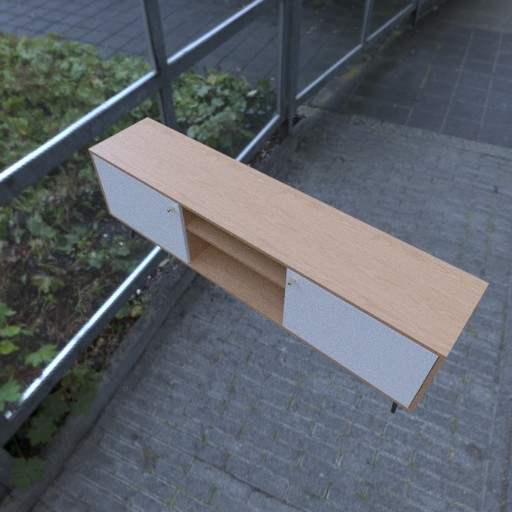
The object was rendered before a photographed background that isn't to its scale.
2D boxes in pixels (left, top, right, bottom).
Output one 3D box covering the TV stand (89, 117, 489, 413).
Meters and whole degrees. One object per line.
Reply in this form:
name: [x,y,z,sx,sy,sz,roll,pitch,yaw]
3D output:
TV stand: [0.000,0.000,2.023,1.760,0.580,0.400,31,54,25]
